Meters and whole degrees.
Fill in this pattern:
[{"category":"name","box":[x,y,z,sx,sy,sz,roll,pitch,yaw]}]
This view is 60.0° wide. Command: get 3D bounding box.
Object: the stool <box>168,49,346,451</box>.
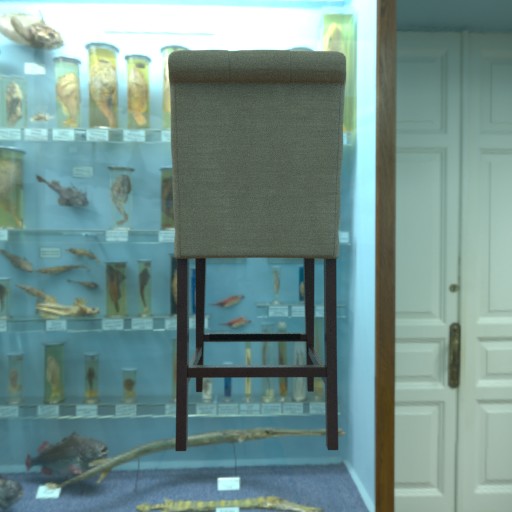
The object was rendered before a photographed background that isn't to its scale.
[{"category":"stool","box":[0.000,0.000,1.456,0.486,1.084,0.660,0,1,-1]}]
